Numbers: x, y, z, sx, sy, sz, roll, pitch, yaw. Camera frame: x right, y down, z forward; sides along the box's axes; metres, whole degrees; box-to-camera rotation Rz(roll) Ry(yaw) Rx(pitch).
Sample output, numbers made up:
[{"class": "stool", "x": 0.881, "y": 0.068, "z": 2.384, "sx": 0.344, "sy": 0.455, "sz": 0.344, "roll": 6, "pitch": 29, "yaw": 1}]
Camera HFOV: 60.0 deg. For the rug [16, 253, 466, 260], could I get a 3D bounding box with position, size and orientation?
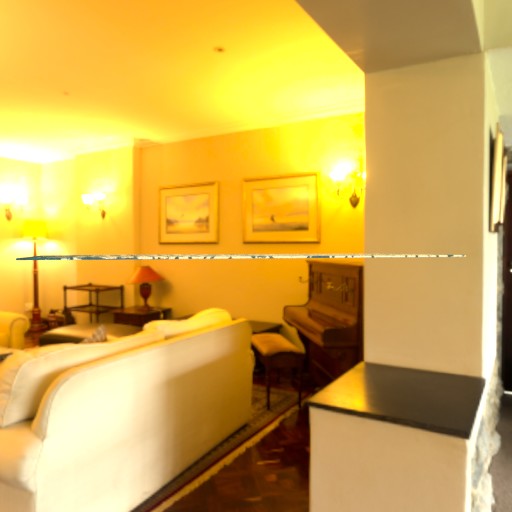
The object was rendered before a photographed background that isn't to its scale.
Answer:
[{"class": "rug", "x": 0.000, "y": 0.000, "z": 2.649, "sx": 2.435, "sy": 0.011, "sz": 0.750, "roll": 0, "pitch": 1, "yaw": -19}]
